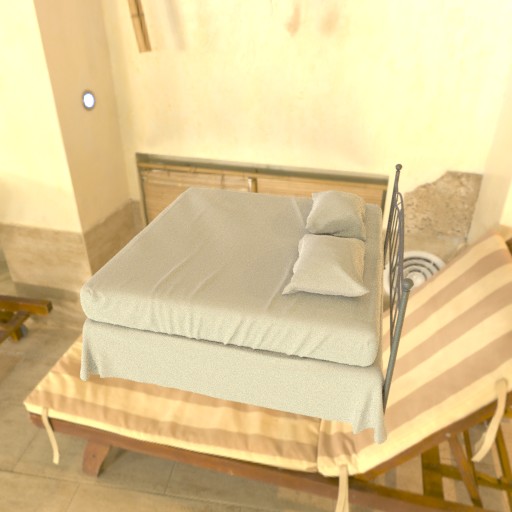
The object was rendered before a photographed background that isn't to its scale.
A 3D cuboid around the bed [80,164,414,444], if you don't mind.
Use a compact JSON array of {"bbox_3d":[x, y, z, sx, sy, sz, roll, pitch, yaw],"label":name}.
[{"bbox_3d":[0.000,0.000,3.587,2.220,1.080,2.309,7,30,13],"label":"bed"}]
